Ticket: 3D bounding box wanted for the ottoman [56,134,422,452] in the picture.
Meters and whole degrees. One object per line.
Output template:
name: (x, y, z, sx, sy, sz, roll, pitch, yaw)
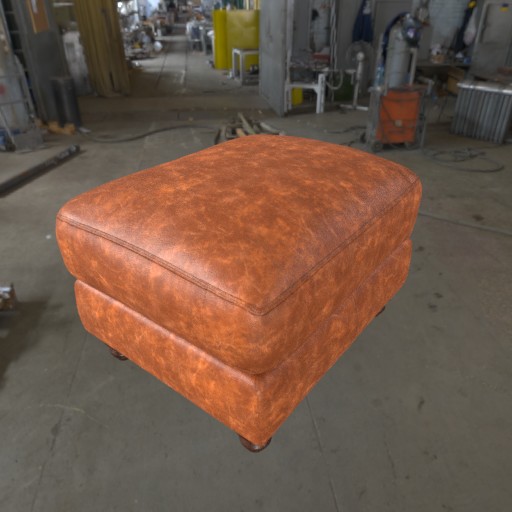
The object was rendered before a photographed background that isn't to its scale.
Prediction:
ottoman: (0.000, 0.000, 1.245, 0.657, 0.562, 0.832, 21, 37, 32)
